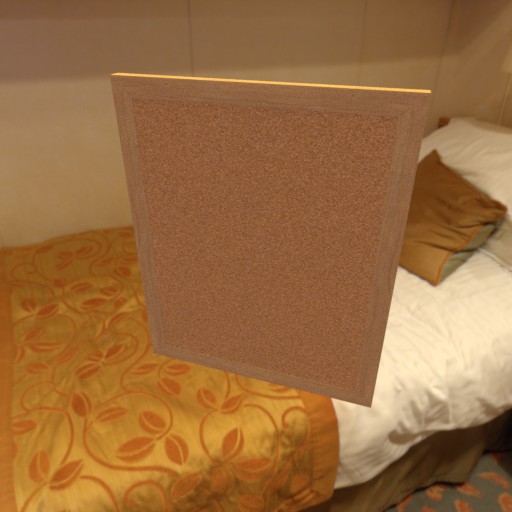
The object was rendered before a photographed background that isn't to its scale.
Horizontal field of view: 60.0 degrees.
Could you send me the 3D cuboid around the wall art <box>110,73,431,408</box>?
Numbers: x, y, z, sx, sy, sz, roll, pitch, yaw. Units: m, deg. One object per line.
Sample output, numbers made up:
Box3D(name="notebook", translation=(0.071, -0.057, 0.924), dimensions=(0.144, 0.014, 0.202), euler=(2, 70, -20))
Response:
Box3D(name="wall art", translation=(0.000, 0.000, 0.757), dimensions=(0.460, 0.561, 0.020), euler=(10, 32, 16))
